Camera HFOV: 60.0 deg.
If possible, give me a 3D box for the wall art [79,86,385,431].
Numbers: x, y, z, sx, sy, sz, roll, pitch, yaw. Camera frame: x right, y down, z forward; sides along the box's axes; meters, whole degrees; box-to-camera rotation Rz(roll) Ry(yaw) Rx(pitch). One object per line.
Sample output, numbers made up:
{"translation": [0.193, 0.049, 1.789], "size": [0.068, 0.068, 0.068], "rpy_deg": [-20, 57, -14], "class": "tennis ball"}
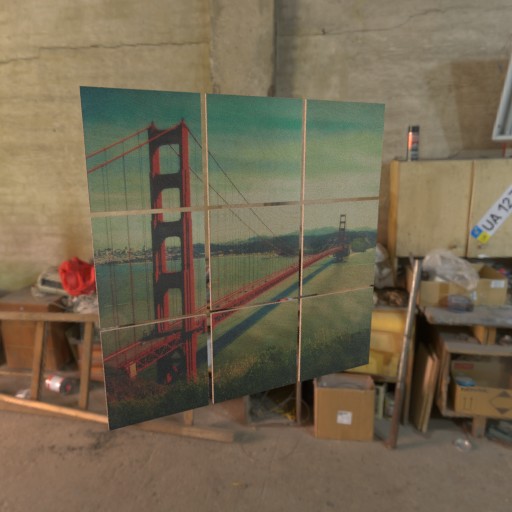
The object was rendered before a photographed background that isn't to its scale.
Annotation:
{"translation": [0.000, 0.000, 2.209], "size": [1.519, 1.507, 0.014], "rpy_deg": [-6, 15, -25], "class": "wall art"}
